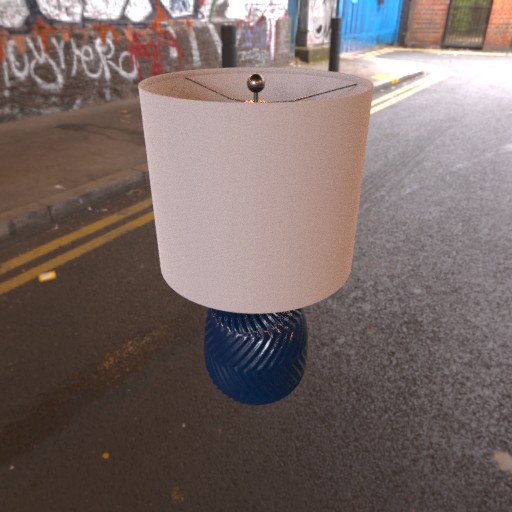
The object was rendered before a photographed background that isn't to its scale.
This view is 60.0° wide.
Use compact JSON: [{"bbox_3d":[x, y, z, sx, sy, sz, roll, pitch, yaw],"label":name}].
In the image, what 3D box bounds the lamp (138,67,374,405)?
[{"bbox_3d":[0.000,0.000,0.480,0.203,0.368,0.203,-8,31,-14],"label":"lamp"}]
